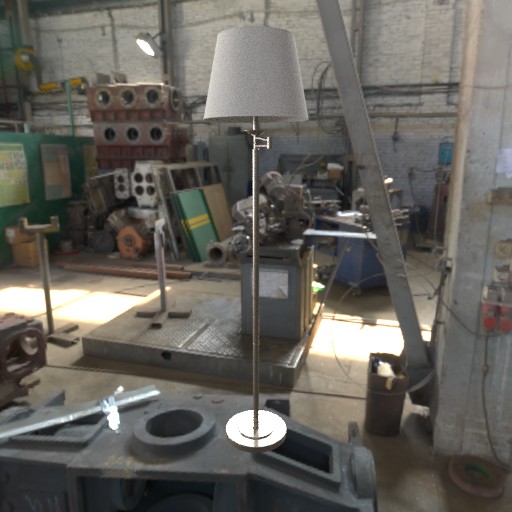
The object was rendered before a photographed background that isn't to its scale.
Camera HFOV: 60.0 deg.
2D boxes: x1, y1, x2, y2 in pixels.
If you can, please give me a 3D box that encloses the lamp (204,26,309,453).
[{"bbox_3d":[0.000,0.000,1.619,0.355,1.473,0.355,0,14,0],"label":"lamp"}]
